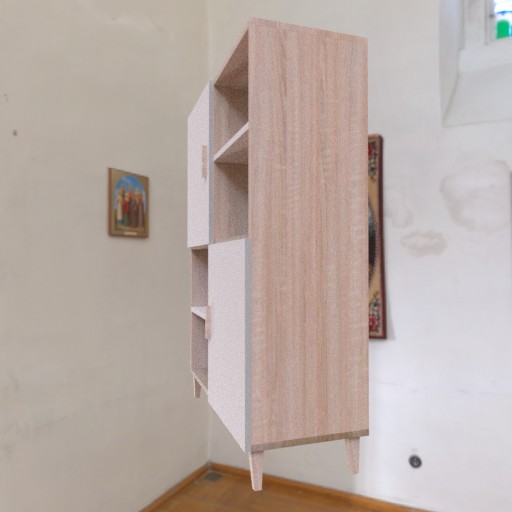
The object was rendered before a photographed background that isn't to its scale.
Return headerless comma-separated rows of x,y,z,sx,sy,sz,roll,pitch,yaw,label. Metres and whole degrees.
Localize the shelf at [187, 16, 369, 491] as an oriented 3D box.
0.000,0.000,1.830,0.434,1.405,0.995,0,-1,-18,shelf
